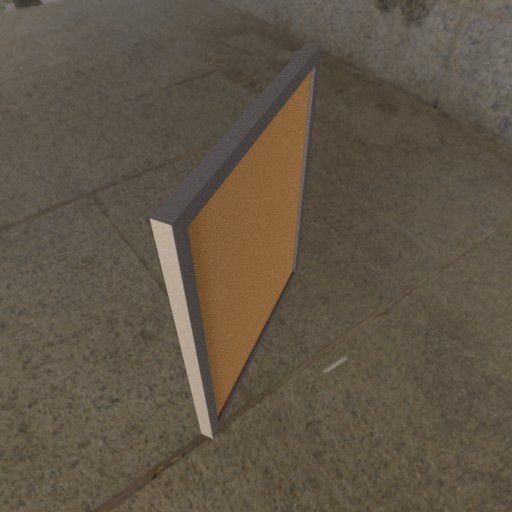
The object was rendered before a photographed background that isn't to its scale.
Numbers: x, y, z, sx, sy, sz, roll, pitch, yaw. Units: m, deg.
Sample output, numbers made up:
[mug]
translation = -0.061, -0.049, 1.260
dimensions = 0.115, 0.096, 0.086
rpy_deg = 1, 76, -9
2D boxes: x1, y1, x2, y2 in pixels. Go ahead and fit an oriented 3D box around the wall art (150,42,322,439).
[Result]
[wall art]
translation = 0.000, 0.000, 0.777
dimensions = 0.029, 0.558, 0.458
rpy_deg = 18, 50, 16
